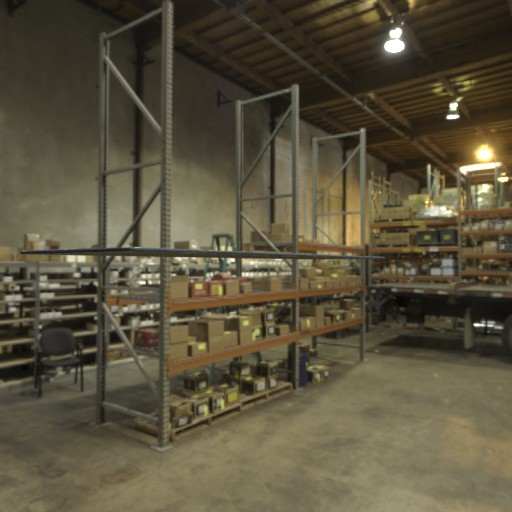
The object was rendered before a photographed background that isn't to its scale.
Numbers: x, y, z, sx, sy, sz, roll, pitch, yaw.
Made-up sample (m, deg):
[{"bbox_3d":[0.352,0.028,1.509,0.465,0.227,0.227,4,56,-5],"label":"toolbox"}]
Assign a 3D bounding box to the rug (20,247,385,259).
[{"bbox_3d":[0.000,0.000,2.481,0.678,0.014,2.276,-1,-1,36],"label":"rug"}]
